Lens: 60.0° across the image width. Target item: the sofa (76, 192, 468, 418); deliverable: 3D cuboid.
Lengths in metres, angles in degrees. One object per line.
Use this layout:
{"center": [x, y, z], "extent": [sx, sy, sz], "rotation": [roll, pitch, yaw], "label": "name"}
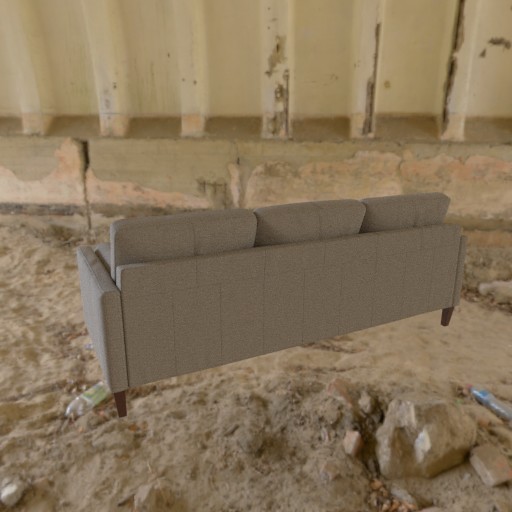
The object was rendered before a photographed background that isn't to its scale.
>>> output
{"center": [0.000, 0.000, 2.913], "extent": [2.178, 0.875, 1.506], "rotation": [-8, 18, -26], "label": "sofa"}
